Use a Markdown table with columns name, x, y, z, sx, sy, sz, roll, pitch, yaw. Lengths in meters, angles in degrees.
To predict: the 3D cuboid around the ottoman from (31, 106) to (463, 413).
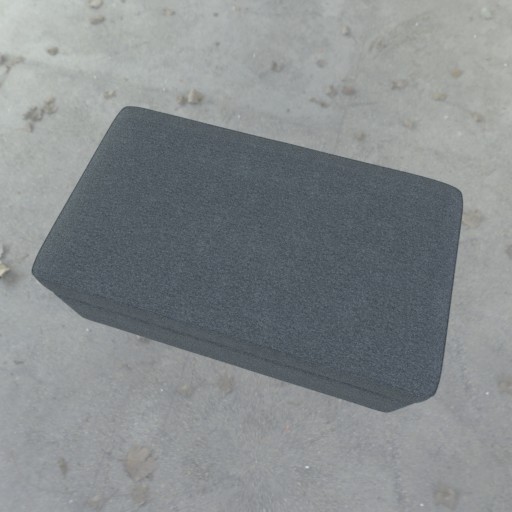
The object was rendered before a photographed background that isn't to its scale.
| name | x | y | z | sx | sy | sz | roll | pitch | yaw |
| --- | --- | --- | --- | --- | --- | --- | --- | --- | --- |
| ottoman | 0.000 | 0.000 | 1.499 | 1.173 | 0.494 | 0.681 | 16 | 66 | 7 |
